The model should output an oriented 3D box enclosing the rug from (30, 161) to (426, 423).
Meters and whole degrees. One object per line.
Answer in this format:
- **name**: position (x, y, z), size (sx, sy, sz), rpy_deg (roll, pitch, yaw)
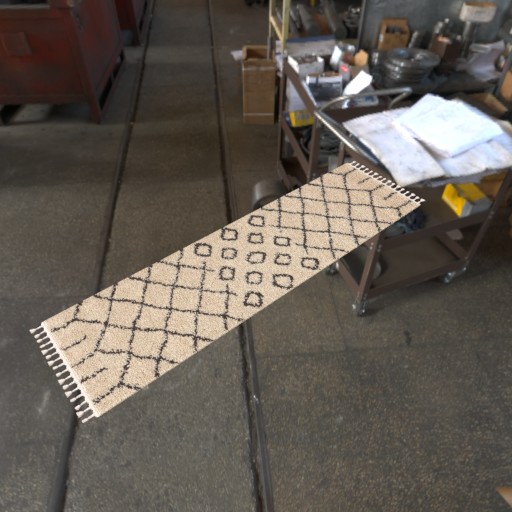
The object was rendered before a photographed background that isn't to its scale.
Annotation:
- **rug**: position (0.000, 0.000, 2.640), size (2.464, 0.005, 0.660), rpy_deg (-30, 52, -27)
